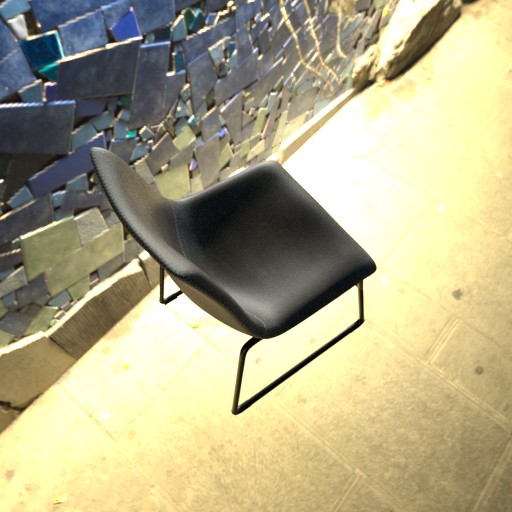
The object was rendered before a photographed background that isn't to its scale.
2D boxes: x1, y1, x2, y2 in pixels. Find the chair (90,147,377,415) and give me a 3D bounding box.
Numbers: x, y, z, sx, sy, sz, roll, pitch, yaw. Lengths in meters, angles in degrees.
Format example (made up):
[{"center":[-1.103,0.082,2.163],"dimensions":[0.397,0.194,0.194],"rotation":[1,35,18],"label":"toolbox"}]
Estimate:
[{"center":[0.000,0.000,1.140],"dimensions":[0.550,0.780,0.460],"rotation":[-31,64,-17],"label":"chair"}]
